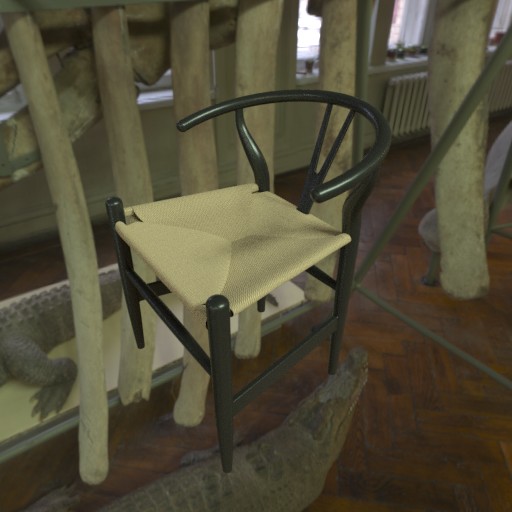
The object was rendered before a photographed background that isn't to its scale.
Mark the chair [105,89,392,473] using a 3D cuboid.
[{"bbox_3d":[0.000,0.000,1.153,0.570,0.739,0.570,-21,38,-29],"label":"chair"}]
